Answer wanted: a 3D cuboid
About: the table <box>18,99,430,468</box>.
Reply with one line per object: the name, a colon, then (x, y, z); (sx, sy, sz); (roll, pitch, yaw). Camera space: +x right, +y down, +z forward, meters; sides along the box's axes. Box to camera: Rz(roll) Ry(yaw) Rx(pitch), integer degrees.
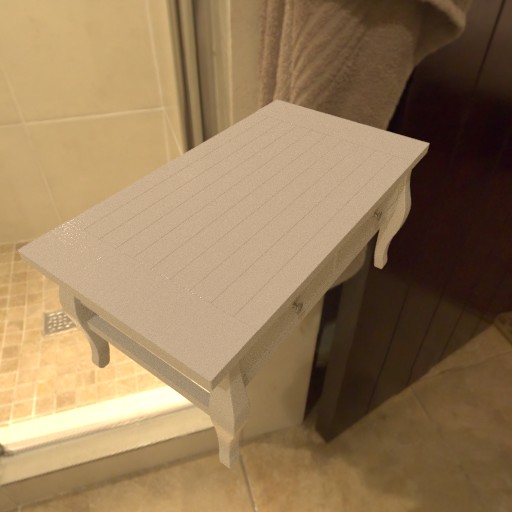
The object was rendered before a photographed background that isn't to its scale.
table: (0.000, 0.000, 1.375); (0.600, 0.495, 1.062); (26, 48, 26)
